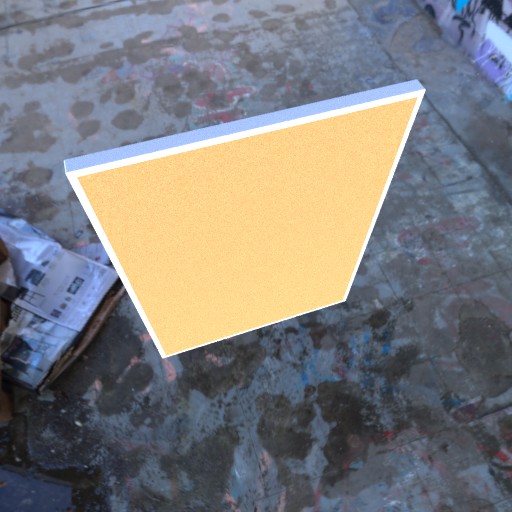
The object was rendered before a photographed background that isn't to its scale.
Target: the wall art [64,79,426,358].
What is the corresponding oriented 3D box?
[{"bbox_3d":[0.000,0.000,1.596,0.914,1.221,0.046,-16,59,-10],"label":"wall art"}]
